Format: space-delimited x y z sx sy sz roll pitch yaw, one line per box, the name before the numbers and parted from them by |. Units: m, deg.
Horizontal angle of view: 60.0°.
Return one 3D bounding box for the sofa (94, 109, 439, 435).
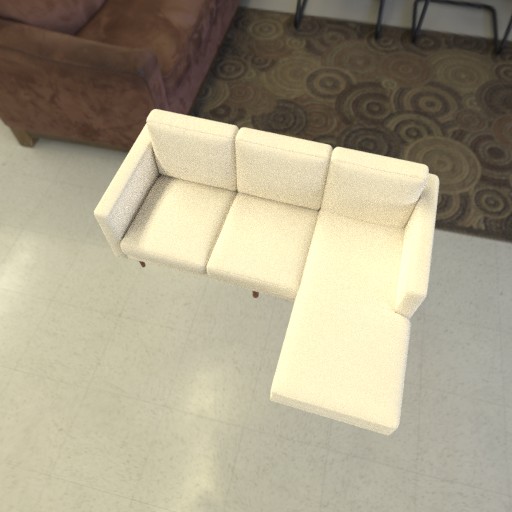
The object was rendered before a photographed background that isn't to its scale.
sofa | 0.000 0.000 2.815 2.029 0.899 1.580 14 60 8
